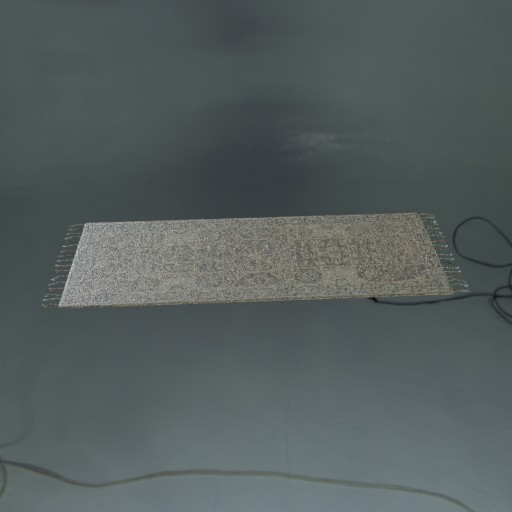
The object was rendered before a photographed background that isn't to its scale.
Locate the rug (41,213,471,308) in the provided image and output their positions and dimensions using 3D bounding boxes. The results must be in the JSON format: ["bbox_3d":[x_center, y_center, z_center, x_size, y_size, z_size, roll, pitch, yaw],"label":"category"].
[{"bbox_3d":[0.000,0.000,2.989,2.664,0.011,0.762,-2,47,-2],"label":"rug"}]
